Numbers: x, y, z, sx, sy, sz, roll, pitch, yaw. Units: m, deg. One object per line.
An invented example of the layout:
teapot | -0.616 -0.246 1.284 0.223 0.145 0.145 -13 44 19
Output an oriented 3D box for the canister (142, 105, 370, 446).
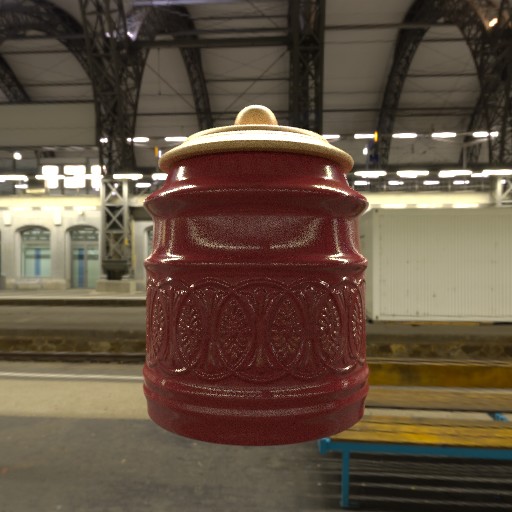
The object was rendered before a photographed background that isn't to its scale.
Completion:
canister | 0.000 0.000 0.262 0.130 0.176 0.130 0 -1 0
